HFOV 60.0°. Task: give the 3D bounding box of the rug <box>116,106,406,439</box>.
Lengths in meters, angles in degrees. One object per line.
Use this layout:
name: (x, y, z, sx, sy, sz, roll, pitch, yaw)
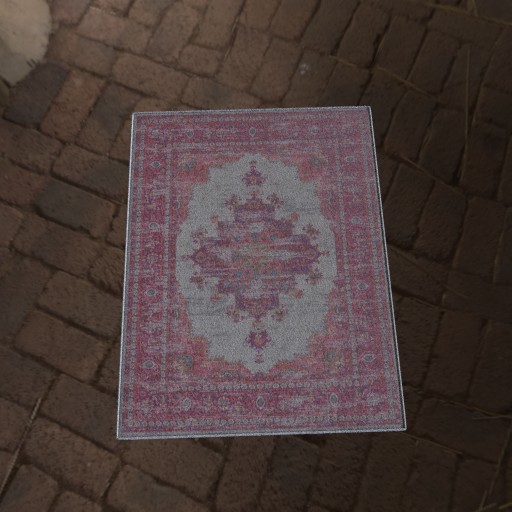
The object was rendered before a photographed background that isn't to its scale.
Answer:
rug: (0.000, 0.000, 4.137, 2.447, 0.017, 3.123, -2, 75, 0)
